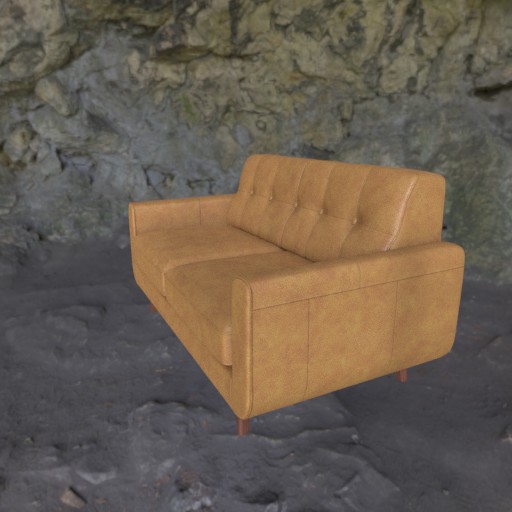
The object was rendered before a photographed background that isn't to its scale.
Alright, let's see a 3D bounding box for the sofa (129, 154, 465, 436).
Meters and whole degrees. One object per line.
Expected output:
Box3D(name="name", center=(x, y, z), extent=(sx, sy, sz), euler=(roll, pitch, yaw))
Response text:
Box3D(name="sofa", center=(0.000, 0.000, 2.204), extent=(0.952, 0.925, 1.651), euler=(-8, 18, -26))
